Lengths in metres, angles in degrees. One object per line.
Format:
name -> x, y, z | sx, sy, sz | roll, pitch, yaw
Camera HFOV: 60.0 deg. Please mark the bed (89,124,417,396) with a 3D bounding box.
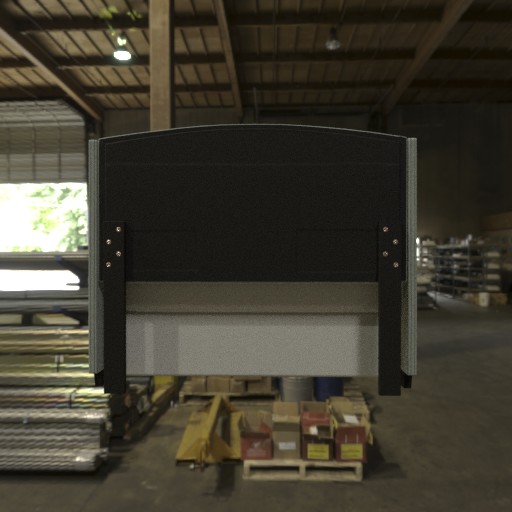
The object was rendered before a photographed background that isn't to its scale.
bed -> 0.000, 0.000, 3.393 | 1.710, 1.407, 2.237 | 0, 1, 1
